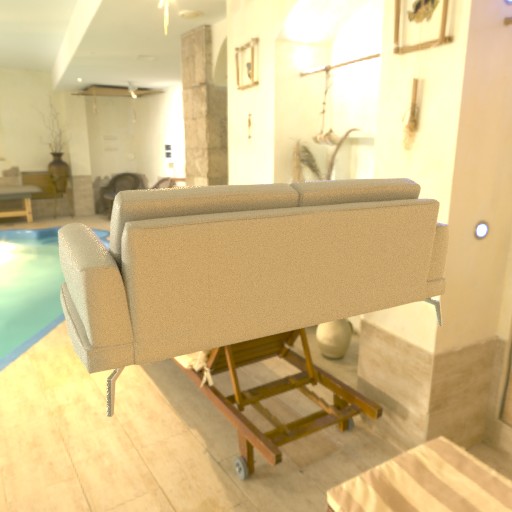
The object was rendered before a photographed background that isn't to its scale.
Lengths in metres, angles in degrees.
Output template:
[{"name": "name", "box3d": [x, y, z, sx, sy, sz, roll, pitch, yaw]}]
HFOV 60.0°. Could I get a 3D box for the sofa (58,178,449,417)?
[{"name": "sofa", "box3d": [0.000, 0.000, 2.673, 2.177, 0.930, 1.121, -7, 16, -27]}]
